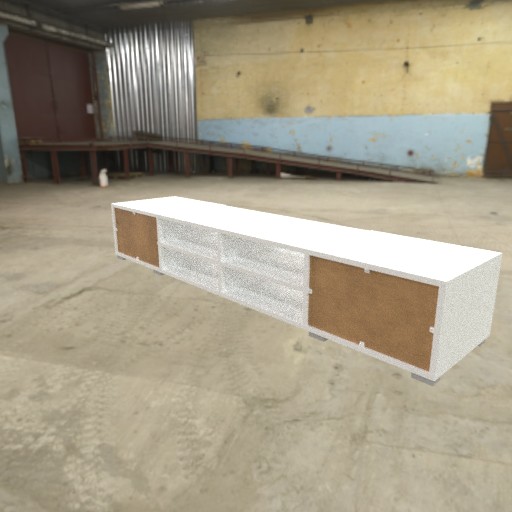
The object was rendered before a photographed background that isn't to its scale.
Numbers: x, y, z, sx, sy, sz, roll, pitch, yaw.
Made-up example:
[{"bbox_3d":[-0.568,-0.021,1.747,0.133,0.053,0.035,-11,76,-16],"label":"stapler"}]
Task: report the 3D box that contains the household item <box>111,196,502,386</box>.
[{"bbox_3d":[0.000,0.000,1.967,0.420,0.310,1.850,-14,21,-42],"label":"household item"}]
